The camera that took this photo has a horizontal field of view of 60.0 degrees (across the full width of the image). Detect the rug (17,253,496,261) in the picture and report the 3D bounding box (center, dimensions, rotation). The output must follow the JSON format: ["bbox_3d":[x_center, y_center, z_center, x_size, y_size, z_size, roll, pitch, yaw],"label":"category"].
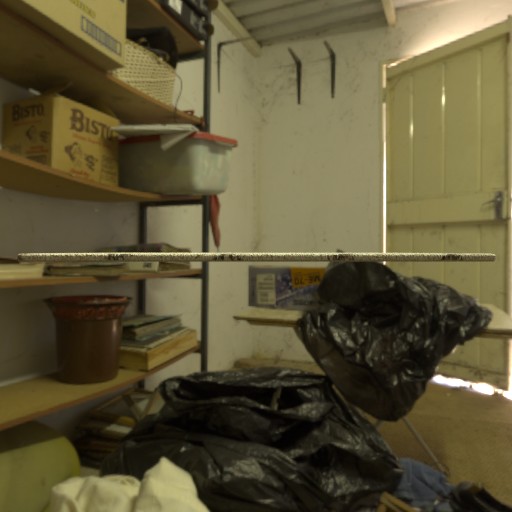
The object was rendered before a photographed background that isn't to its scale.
[{"bbox_3d":[0.000,0.000,2.241,1.778,0.030,1.219,0,1,0],"label":"rug"}]
